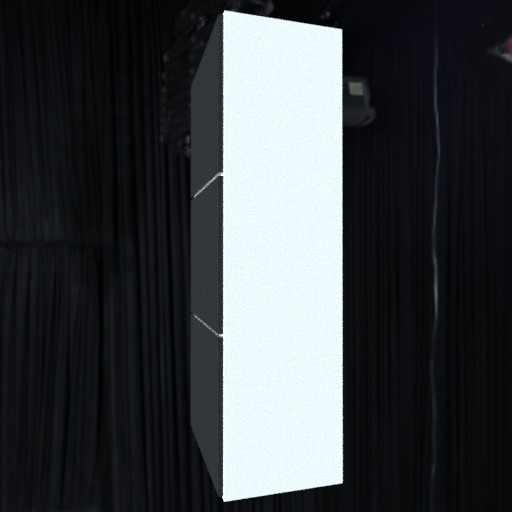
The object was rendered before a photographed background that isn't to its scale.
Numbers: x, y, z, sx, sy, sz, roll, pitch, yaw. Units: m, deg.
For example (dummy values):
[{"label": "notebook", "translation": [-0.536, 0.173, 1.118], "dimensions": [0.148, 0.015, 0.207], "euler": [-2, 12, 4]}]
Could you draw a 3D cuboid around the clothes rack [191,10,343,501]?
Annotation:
[{"label": "clothes rack", "translation": [0.000, 0.000, 1.354], "dimensions": [0.330, 1.187, 0.500], "euler": [0, 0, -16]}]
